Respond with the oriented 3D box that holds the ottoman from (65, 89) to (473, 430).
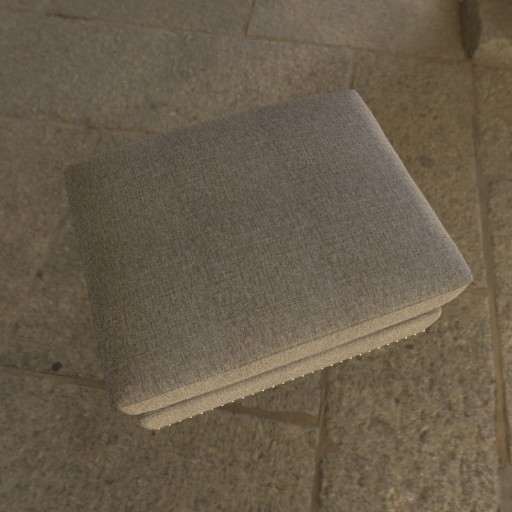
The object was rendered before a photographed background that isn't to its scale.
[{"bbox_3d":[0.000,0.000,1.100,0.741,0.513,0.584,-18,64,-9],"label":"ottoman"}]
